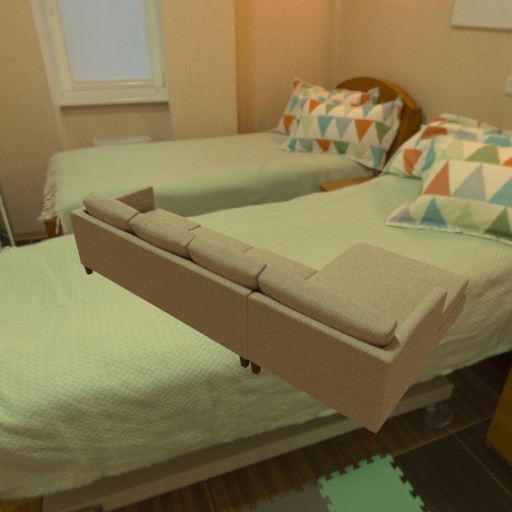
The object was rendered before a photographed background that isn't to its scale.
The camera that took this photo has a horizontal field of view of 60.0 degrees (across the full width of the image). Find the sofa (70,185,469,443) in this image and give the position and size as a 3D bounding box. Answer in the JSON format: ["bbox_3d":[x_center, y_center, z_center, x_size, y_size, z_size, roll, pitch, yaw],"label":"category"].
[{"bbox_3d":[0.000,0.000,3.909,3.186,0.846,1.625,22,36,33],"label":"sofa"}]
